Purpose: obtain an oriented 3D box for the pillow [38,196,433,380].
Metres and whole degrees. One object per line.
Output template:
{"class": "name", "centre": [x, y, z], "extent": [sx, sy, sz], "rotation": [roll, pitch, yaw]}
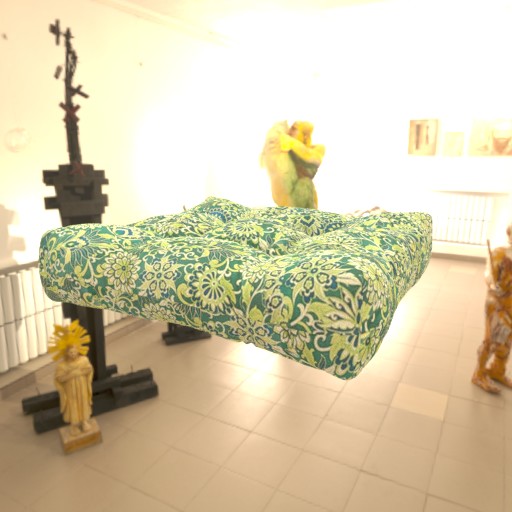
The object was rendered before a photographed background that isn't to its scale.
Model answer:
{"class": "pillow", "centre": [0.000, 0.000, 0.718], "extent": [0.490, 0.128, 0.468], "rotation": [8, 16, 27]}
